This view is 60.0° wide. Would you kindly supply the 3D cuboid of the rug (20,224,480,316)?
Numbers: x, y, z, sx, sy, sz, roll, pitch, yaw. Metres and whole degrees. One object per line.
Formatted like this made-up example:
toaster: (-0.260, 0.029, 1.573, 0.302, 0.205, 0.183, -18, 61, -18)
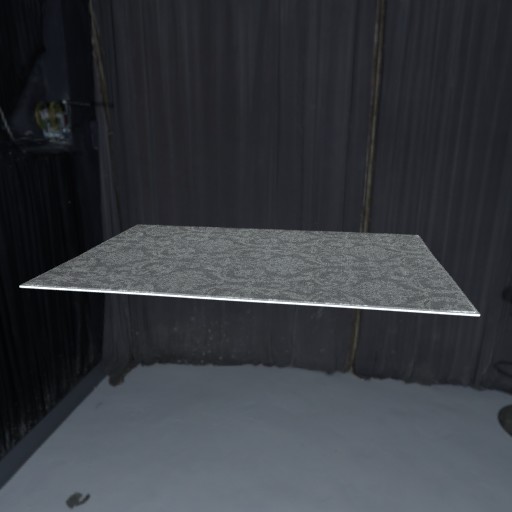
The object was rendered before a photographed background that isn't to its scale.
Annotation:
rug: (0.000, 0.000, 3.458, 2.746, 0.018, 1.819, 3, 17, 9)
